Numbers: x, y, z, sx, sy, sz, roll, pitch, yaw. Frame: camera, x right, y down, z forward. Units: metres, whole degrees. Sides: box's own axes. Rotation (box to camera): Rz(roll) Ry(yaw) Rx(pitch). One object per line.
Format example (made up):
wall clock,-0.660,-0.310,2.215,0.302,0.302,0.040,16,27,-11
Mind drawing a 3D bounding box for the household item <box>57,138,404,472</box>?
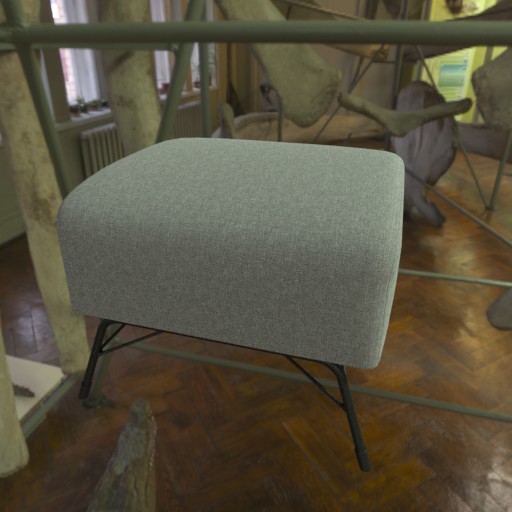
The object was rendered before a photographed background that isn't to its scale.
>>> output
household item,0.000,0.000,0.880,0.530,0.410,0.530,8,28,15
